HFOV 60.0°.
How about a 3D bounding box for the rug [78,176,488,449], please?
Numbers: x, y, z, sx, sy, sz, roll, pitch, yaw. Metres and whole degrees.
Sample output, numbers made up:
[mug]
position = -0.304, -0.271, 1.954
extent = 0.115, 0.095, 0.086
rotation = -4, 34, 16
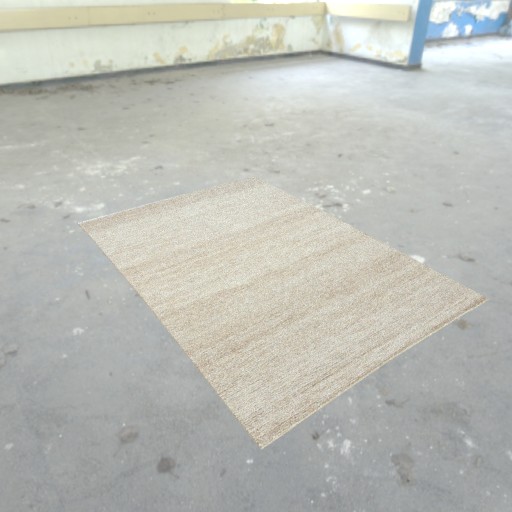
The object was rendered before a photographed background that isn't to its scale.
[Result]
[rug]
position = 0.000, 0.000, 2.868
extent = 1.596, 0.030, 2.283
rotation = -21, 37, -30
